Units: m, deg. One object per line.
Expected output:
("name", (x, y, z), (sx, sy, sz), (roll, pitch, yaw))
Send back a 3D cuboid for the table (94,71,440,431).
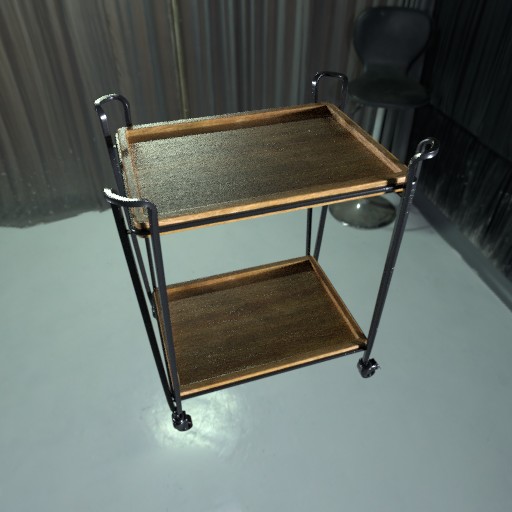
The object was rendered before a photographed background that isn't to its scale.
("table", (0.000, 0.000, 1.225), (0.672, 0.785, 0.505), (-12, 42, -13))
